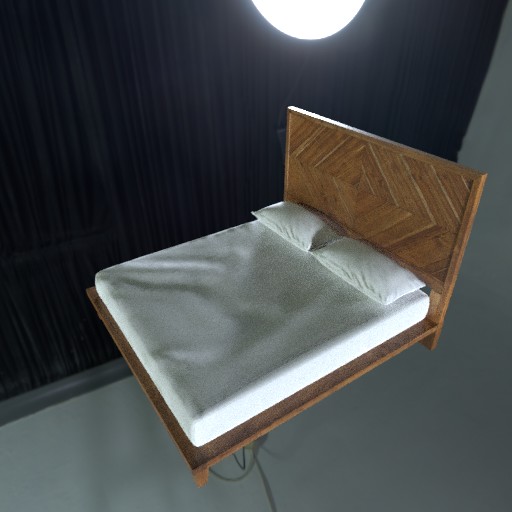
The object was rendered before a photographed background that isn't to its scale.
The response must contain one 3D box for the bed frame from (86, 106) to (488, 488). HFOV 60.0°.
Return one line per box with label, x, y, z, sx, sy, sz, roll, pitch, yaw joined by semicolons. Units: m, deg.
bed frame;0.000;0.000;3.454;2.235;1.537;2.038;-20;38;-28
